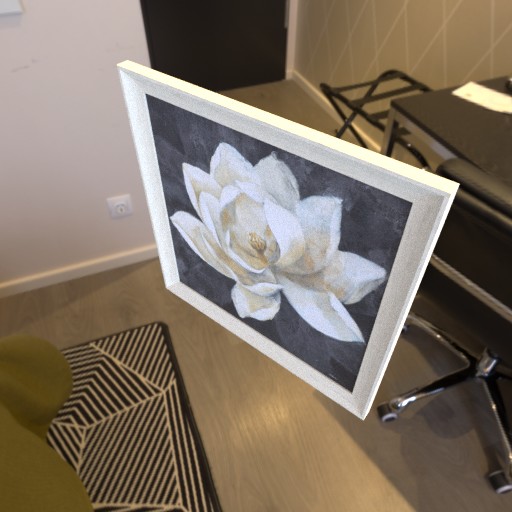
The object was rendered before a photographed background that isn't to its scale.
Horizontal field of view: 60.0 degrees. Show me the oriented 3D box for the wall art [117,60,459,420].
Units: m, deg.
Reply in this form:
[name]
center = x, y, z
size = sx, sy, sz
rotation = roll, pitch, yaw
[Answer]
[wall art]
center = 0.000, 0.000, 1.468
size = 1.016, 1.016, 0.045
rotation = 29, 52, 26
